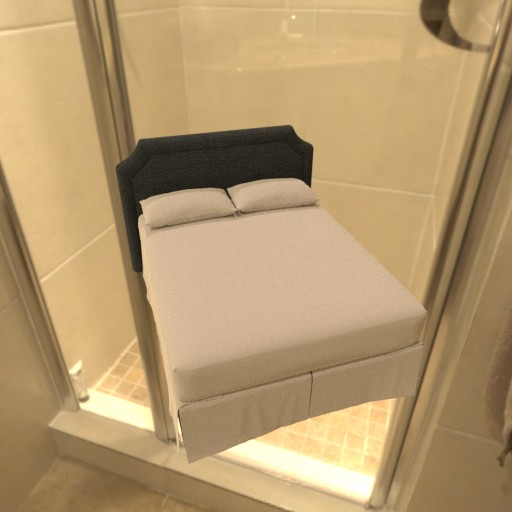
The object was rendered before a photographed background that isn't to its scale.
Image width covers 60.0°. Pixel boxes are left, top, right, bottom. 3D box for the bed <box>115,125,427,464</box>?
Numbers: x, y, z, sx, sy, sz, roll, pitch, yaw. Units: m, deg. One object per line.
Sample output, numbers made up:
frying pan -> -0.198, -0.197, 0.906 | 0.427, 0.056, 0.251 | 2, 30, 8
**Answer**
bed -> 0.000, 0.000, 3.370 | 1.828, 1.297, 2.208 | -10, 34, -15
